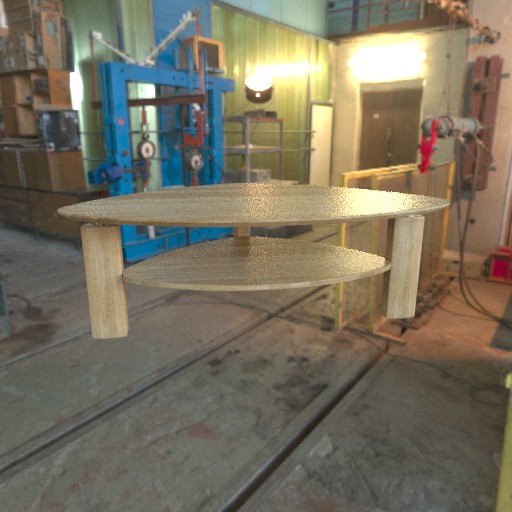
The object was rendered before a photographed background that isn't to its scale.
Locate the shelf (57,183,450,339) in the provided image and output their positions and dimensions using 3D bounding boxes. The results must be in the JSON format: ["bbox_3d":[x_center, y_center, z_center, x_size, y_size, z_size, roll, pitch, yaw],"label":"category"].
[{"bbox_3d":[0.000,0.000,1.627,1.240,0.439,0.863,-2,16,-9],"label":"shelf"}]
